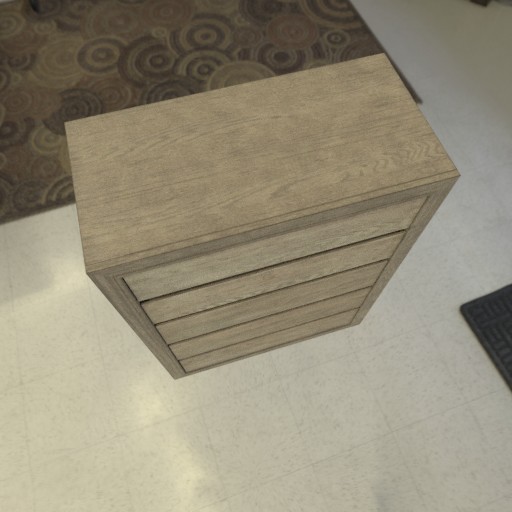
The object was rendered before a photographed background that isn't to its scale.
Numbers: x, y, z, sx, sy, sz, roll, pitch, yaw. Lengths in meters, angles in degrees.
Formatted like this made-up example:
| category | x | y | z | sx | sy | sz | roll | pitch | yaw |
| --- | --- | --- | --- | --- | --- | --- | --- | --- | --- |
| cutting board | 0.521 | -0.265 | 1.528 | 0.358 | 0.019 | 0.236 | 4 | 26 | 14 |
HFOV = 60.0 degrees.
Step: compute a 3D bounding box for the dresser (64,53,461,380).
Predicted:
| category | x | y | z | sx | sy | sz | roll | pitch | yaw |
| --- | --- | --- | --- | --- | --- | --- | --- | --- | --- |
| dresser | 0.000 | 0.000 | 1.767 | 0.967 | 1.295 | 0.483 | -15 | 64 | -7 |
